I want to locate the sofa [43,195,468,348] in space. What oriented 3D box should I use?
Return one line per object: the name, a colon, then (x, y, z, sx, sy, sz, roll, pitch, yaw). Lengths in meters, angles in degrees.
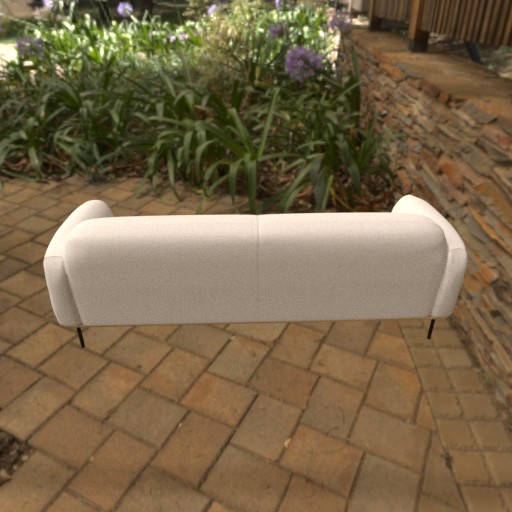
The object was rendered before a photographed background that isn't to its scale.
sofa: (0.000, 0.000, 2.683, 2.257, 0.780, 0.880, -1, 30, -2)
